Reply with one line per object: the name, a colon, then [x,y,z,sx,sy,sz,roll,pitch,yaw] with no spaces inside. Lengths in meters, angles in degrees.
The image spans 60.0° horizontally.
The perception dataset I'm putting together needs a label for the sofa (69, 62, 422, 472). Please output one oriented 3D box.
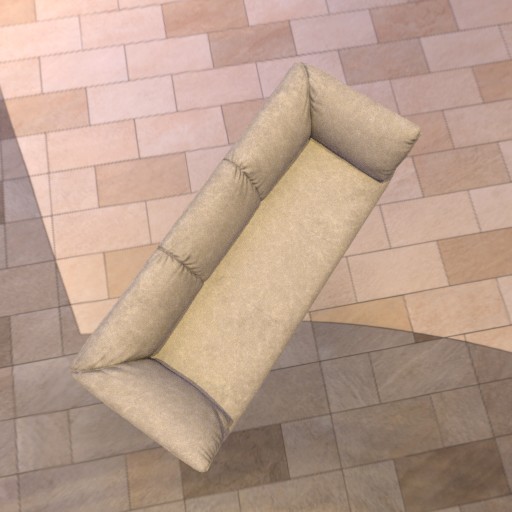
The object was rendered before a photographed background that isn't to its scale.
sofa: [0.000,0.000,2.709,0.899,0.758,2.238,33,79,7]
